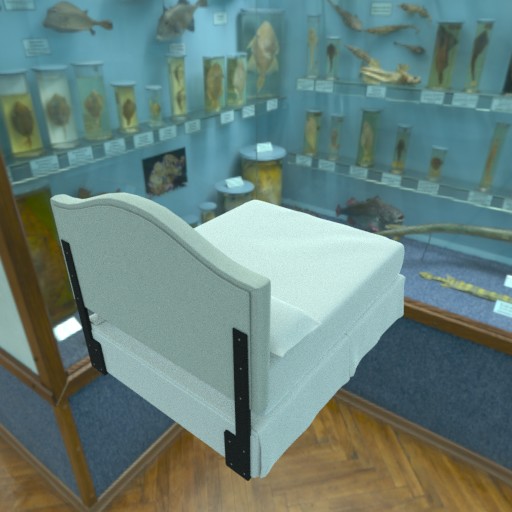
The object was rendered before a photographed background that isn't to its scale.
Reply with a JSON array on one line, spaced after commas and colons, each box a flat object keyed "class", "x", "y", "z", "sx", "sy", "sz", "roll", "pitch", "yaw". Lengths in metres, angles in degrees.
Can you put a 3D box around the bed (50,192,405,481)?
[{"class": "bed", "x": 0.000, "y": 0.000, "z": 3.447, "sx": 1.813, "sy": 1.607, "sz": 2.180, "roll": 21, "pitch": 36, "yaw": 32}]
